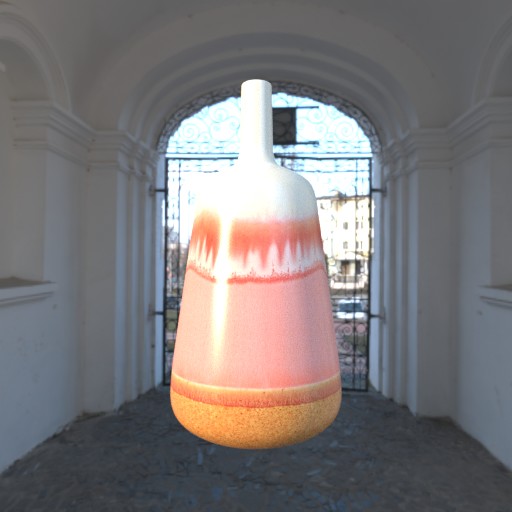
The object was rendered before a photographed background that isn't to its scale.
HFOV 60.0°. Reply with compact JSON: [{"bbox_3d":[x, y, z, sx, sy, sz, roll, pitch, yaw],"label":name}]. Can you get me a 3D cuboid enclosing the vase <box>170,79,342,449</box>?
[{"bbox_3d":[0.000,0.000,0.382,0.144,0.296,0.144,0,0,0],"label":"vase"}]
